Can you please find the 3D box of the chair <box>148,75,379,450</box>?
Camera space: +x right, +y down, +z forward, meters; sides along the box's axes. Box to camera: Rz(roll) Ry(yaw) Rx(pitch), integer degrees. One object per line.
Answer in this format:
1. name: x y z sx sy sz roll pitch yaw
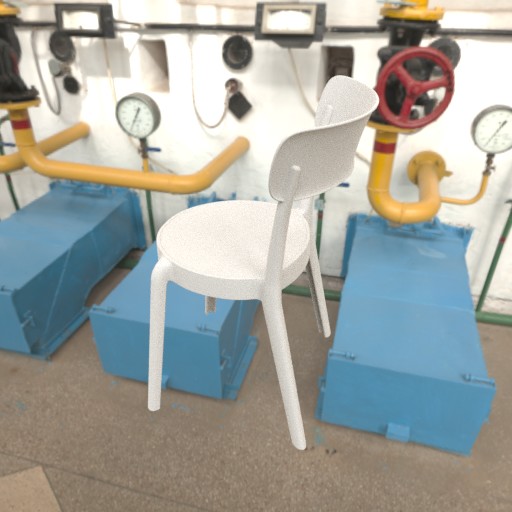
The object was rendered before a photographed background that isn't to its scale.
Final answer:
1. chair: 0.000 0.000 1.114 0.491 0.790 0.506 9 33 14
